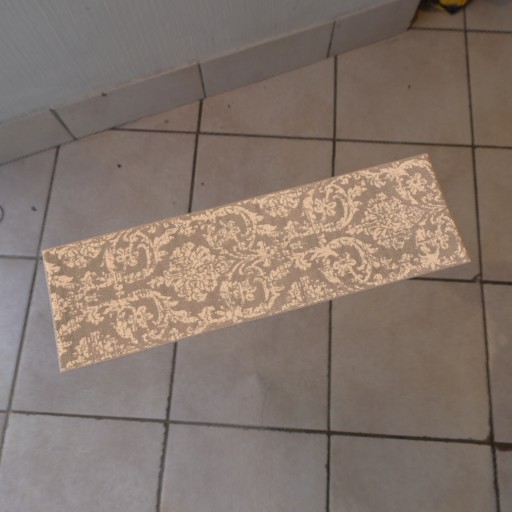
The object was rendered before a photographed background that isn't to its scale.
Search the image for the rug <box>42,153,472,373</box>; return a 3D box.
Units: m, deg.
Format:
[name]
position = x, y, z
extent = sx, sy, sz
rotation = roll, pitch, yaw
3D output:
[rug]
position = 0.000, 0.000, 2.361
extent = 2.196, 0.011, 0.662
rotation = -15, 76, -4
